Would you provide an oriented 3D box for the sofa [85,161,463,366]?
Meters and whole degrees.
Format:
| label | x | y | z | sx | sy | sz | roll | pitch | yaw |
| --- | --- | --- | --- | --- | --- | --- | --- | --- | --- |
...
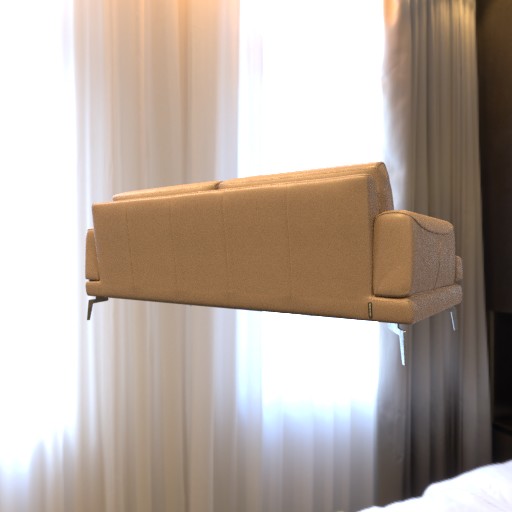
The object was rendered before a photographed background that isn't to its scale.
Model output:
| label | x | y | z | sx | sy | sz | roll | pitch | yaw |
| --- | --- | --- | --- | --- | --- | --- | --- | --- | --- |
| sofa | 0.000 | 0.000 | 2.435 | 1.940 | 0.765 | 0.974 | 0 | 0 | 35 |
